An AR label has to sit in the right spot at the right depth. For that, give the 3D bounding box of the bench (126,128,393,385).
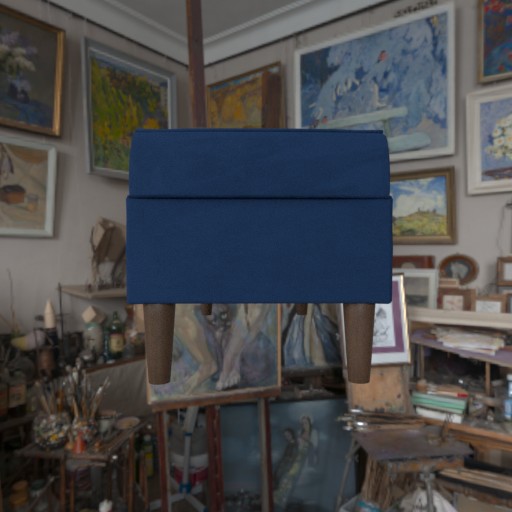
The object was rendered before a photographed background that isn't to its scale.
[{"bbox_3d":[0.000,0.000,1.289,0.489,0.467,1.010,0,0,-1],"label":"bench"}]
